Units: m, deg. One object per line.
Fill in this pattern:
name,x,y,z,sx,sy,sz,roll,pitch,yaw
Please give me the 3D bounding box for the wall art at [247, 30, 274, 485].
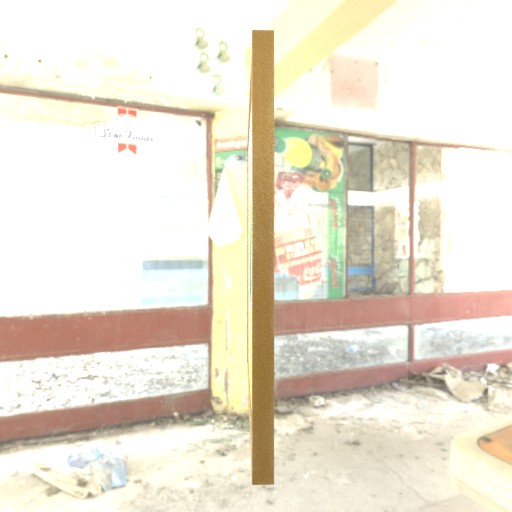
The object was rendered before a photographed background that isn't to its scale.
wall art,0.000,0.000,1.121,0.037,0.760,0.762,0,1,-2
